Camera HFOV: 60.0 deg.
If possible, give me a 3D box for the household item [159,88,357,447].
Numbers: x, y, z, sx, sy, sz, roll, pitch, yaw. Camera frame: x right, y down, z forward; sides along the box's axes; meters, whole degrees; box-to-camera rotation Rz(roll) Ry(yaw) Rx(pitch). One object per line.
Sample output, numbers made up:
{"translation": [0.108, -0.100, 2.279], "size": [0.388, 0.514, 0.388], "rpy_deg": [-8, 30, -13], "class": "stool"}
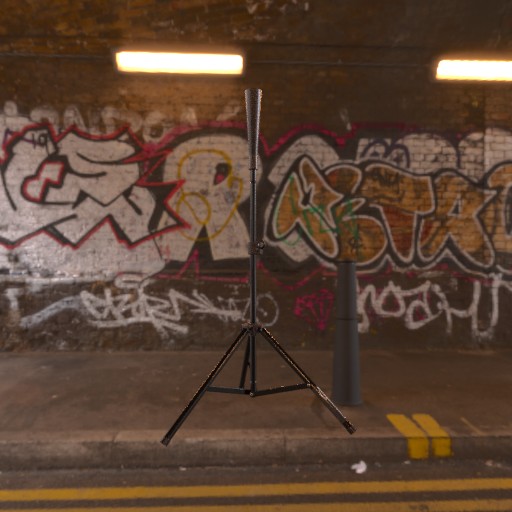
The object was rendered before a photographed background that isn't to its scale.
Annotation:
{"translation": [0.000, 0.000, 1.380], "size": [0.559, 1.067, 0.559], "rpy_deg": [0, 0, 36], "class": "household item"}
